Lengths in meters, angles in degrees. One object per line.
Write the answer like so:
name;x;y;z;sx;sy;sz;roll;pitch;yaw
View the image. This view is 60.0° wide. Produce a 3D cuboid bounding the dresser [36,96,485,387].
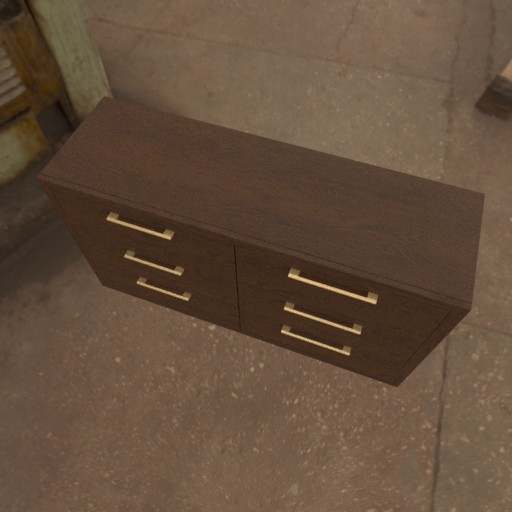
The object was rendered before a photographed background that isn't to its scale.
dresser;0.000;0.000;1.940;1.523;0.889;0.512;17;59;11
